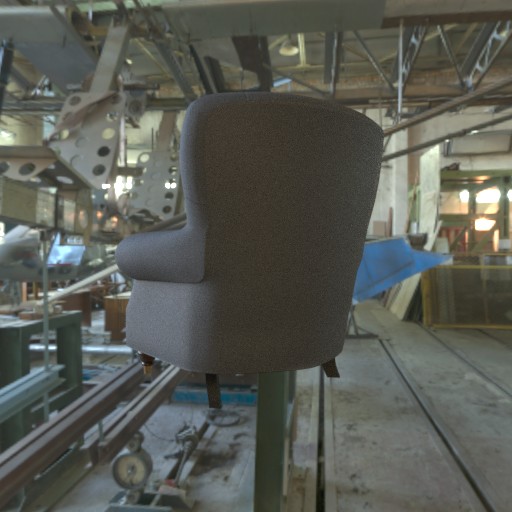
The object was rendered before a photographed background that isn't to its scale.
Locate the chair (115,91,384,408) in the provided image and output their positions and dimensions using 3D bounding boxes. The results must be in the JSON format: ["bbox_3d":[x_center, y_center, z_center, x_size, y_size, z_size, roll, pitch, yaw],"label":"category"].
[{"bbox_3d":[0.000,0.000,1.849,0.983,1.046,0.983,-1,1,-37],"label":"chair"}]
